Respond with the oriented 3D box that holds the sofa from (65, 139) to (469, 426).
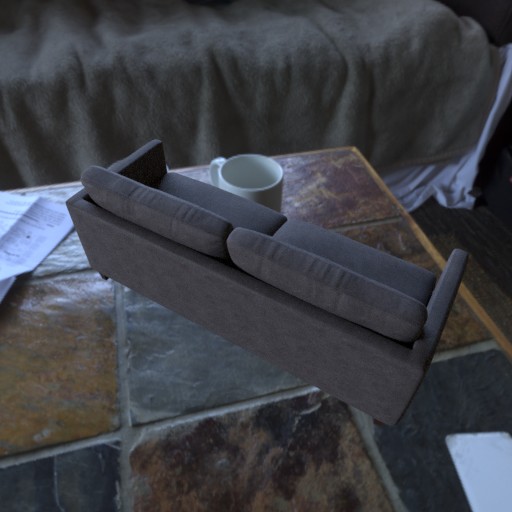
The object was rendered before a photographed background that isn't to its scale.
[{"bbox_3d":[0.000,0.000,2.964,2.434,0.965,0.951,24,51,21],"label":"sofa"}]
